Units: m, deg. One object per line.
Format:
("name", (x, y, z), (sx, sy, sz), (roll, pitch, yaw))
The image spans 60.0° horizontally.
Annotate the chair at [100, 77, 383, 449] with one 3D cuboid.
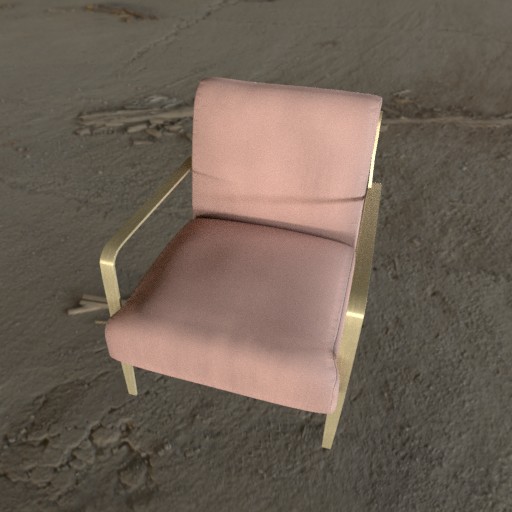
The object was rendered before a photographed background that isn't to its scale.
("chair", (0.000, 0.000, 1.432), (0.701, 0.823, 0.848), (11, 43, 12))
